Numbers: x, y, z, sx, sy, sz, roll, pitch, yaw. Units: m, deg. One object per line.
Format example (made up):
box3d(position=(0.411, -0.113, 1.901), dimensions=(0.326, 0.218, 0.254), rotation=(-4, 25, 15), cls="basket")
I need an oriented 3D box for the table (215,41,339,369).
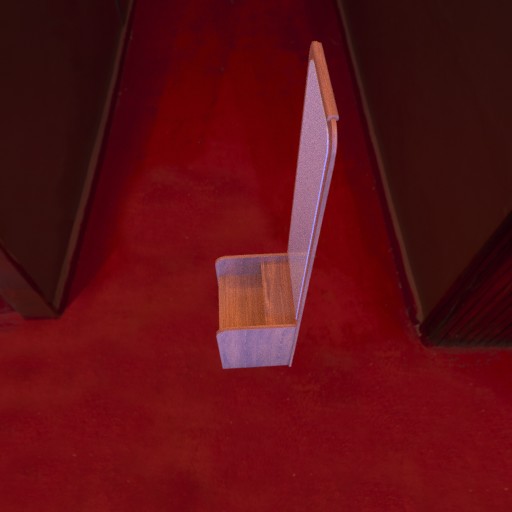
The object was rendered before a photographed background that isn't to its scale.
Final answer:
box3d(position=(0.000, 0.000, 1.989), dimensions=(0.420, 1.830, 0.450), rotation=(-3, 58, -2), cls="table")
